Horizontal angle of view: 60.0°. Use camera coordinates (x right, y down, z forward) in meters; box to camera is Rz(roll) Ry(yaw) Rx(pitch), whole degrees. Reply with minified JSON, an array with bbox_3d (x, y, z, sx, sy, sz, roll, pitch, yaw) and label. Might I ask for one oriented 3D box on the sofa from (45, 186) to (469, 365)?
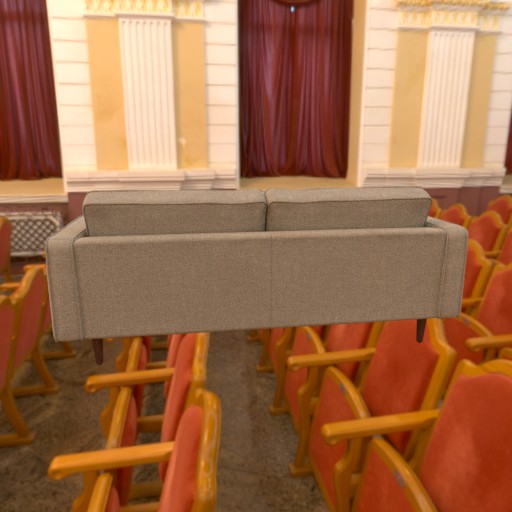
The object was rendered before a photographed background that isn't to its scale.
[{"bbox_3d":[0.000,0.000,2.361,1.879,0.762,0.914,-2,14,-8],"label":"sofa"}]
